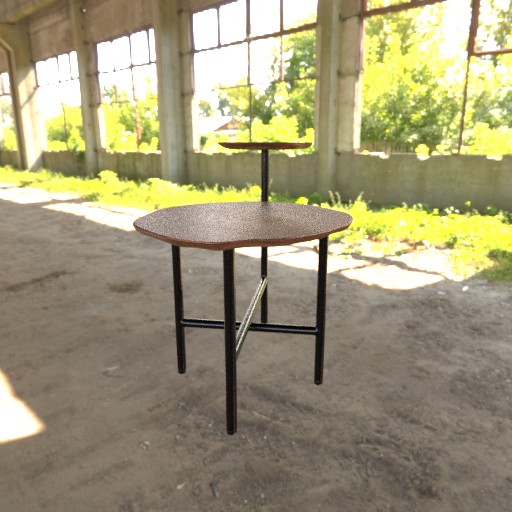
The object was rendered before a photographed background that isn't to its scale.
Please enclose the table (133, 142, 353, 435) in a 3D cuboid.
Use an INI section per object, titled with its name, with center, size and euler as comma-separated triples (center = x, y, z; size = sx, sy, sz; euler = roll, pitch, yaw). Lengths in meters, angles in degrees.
[table]
center = 0.000, 0.000, 1.082
size = 0.442, 0.538, 0.759
euler = 2, 15, 9
